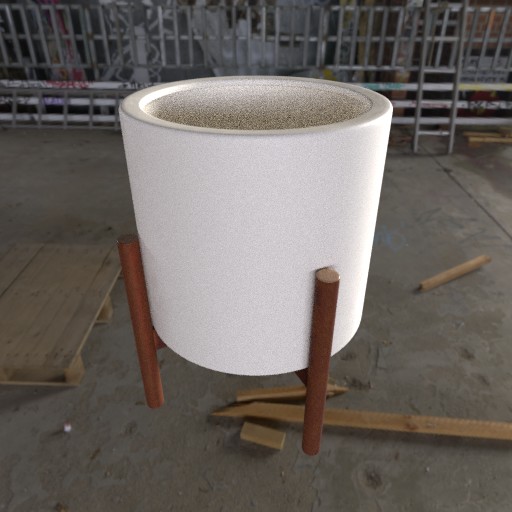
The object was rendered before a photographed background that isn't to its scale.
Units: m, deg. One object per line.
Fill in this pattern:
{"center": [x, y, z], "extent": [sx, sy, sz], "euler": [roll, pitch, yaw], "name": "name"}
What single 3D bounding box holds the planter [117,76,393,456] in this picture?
{"center": [0.000, 0.000, 0.848], "extent": [0.421, 0.581, 0.420], "euler": [11, 33, 18], "name": "planter"}
